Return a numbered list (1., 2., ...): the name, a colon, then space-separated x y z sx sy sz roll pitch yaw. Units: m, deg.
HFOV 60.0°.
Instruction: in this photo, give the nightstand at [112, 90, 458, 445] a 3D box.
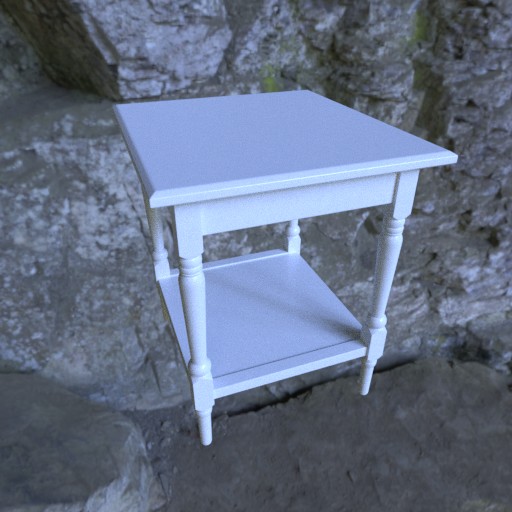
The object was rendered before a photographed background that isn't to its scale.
1. nightstand: 0.000 0.000 0.939 0.459 0.555 0.505 -11 33 -17
